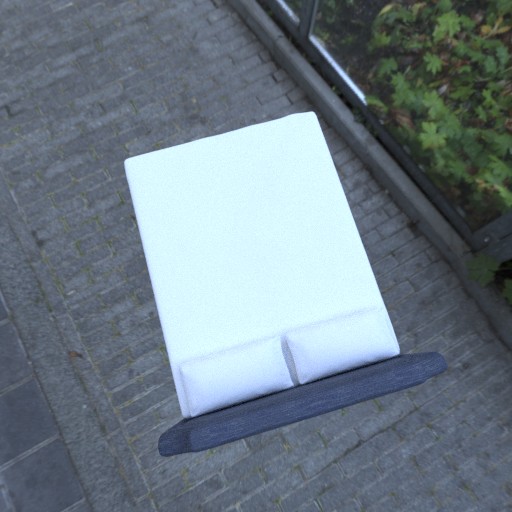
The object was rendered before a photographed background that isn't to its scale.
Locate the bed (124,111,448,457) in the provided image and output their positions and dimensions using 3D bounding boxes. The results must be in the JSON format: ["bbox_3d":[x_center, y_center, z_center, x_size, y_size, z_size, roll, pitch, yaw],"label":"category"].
[{"bbox_3d":[0.000,0.000,3.129,1.693,1.290,2.116,-16,76,-4],"label":"bed"}]
